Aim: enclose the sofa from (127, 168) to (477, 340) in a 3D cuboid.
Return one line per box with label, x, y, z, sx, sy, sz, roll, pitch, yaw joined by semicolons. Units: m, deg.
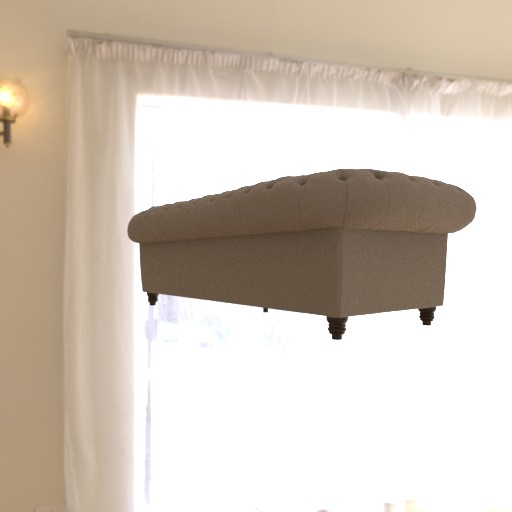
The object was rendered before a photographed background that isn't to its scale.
sofa;0.000;0.000;2.848;0.991;0.749;2.411;1;-1;-37
